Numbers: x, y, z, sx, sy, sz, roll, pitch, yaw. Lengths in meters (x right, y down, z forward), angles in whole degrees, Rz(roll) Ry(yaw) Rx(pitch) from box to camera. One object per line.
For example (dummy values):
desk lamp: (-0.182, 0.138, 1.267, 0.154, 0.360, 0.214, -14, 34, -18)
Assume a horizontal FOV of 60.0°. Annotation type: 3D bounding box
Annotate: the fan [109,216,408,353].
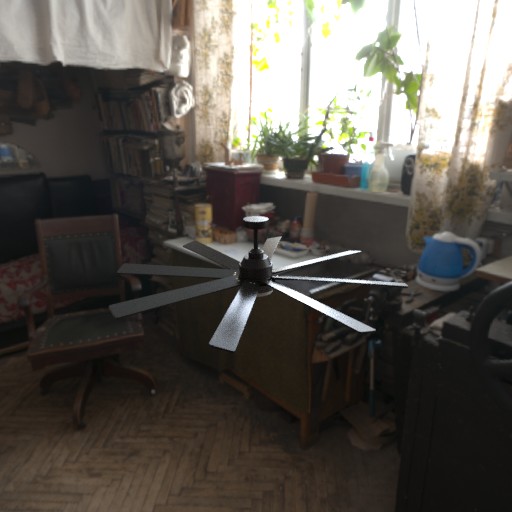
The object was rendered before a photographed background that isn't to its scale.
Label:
fan: (0.000, 0.000, 2.757, 1.830, 0.472, 1.830, 3, 18, 9)
